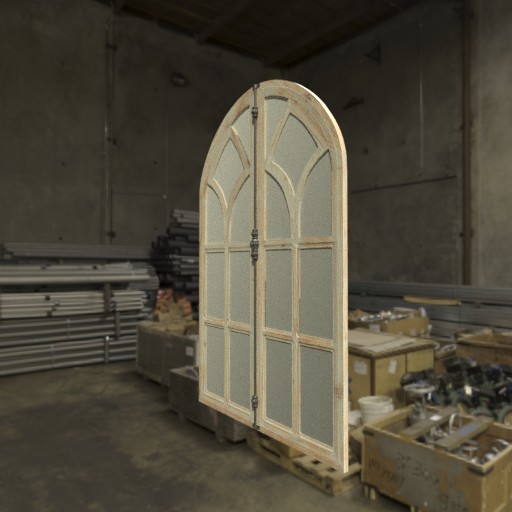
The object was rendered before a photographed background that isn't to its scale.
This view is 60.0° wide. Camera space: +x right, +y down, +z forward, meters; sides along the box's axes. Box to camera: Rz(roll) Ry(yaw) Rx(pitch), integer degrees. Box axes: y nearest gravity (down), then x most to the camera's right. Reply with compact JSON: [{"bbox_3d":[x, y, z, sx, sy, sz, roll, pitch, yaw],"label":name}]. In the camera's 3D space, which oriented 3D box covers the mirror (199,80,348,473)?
[{"bbox_3d":[0.000,0.000,1.176,0.032,0.915,0.609,1,-1,-37],"label":"mirror"}]
